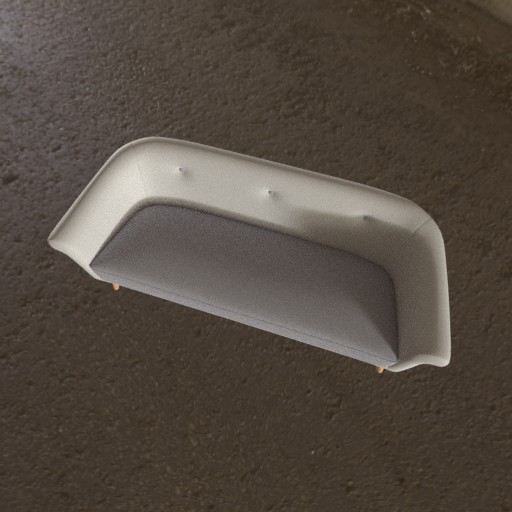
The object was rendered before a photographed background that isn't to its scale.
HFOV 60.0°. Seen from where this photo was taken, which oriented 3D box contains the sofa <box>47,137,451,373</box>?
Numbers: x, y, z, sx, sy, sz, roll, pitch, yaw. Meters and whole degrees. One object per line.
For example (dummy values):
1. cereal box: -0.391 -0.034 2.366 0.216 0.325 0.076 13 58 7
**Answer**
1. sofa: 0.000 0.000 2.598 2.160 0.795 0.827 16 61 9
